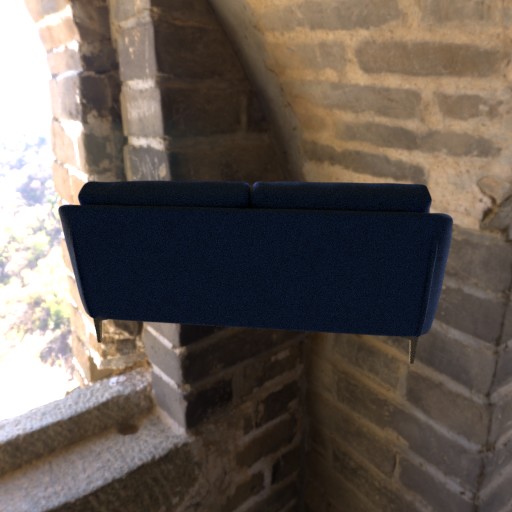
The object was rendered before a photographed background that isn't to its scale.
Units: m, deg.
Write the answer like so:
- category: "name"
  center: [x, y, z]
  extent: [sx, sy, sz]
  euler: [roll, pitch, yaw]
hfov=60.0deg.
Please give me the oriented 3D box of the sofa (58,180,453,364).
- category: "sofa"
  center: [0.000, 0.000, 2.539]
  extent: [2.036, 0.903, 0.960]
  euler: [2, 16, 8]
